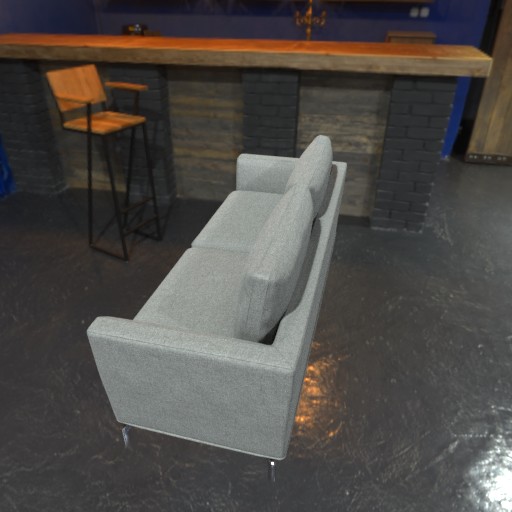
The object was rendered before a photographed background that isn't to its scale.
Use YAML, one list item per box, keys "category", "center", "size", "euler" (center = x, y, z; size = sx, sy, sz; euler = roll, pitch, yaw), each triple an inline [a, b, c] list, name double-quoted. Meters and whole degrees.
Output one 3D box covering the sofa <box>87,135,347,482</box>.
- category: "sofa"
  center: [0.000, 0.000, 2.690]
  size: [0.869, 1.002, 2.212]
  euler: [8, 33, 12]
